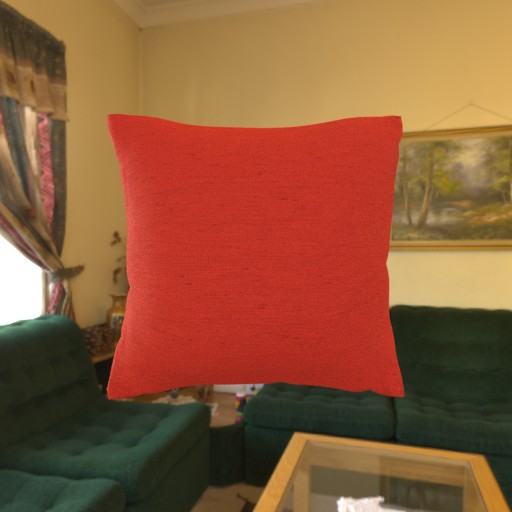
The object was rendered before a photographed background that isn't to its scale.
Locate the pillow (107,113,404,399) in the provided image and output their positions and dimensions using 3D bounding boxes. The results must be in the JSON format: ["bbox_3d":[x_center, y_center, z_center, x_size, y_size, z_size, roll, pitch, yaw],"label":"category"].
[{"bbox_3d":[0.000,0.000,0.655,0.438,0.419,0.162,0,0,-1],"label":"pillow"}]
